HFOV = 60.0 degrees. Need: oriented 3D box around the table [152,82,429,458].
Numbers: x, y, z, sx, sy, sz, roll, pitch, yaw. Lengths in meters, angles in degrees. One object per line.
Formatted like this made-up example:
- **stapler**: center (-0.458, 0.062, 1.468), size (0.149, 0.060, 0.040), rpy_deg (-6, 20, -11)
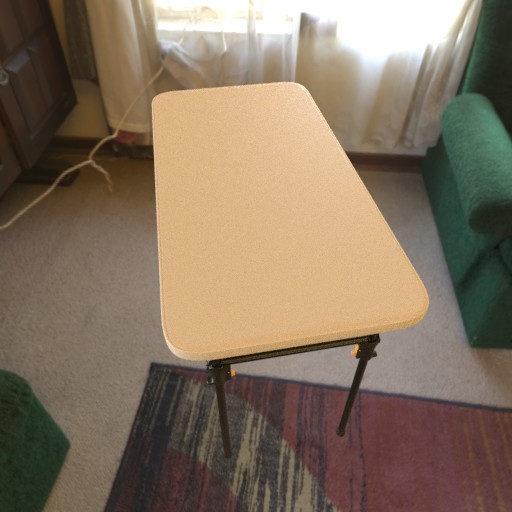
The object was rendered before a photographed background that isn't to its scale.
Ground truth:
- **table**: center (0.000, 0.000, 1.617), size (0.610, 0.729, 1.219), rpy_deg (-8, 46, -7)
